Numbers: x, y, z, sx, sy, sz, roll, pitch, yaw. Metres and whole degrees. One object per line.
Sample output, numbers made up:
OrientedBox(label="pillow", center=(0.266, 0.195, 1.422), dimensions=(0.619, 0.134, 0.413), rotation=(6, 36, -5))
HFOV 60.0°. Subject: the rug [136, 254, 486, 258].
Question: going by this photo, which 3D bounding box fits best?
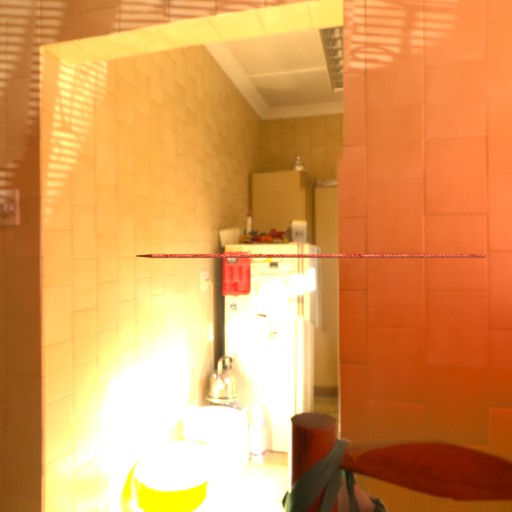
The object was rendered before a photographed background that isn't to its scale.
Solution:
OrientedBox(label="rug", center=(0.000, 0.000, 3.013), dimensions=(1.524, 0.015, 2.438), rotation=(0, 0, -16))
